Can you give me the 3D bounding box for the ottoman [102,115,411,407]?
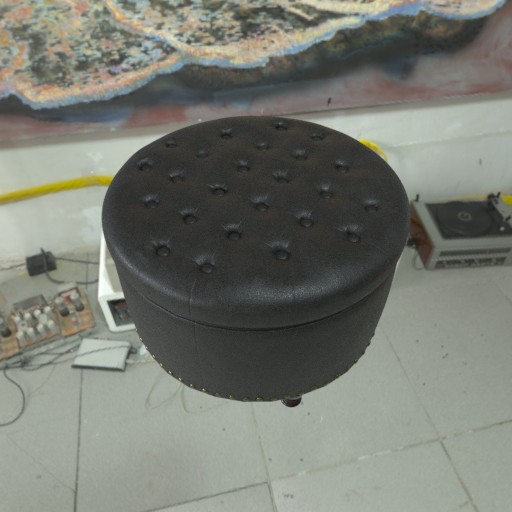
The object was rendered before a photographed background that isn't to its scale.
[{"bbox_3d":[0.000,0.000,1.069,0.637,0.442,0.637,0,45,0],"label":"ottoman"}]
